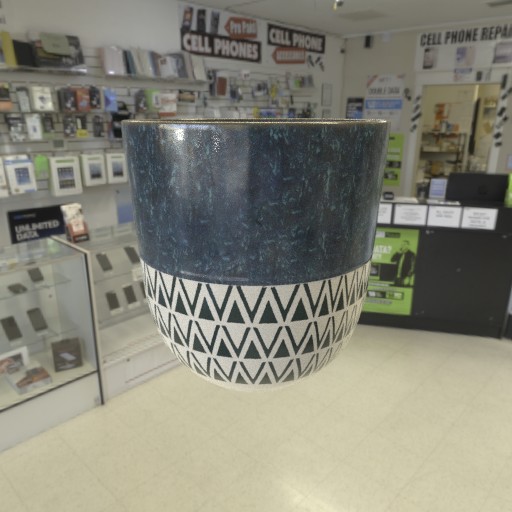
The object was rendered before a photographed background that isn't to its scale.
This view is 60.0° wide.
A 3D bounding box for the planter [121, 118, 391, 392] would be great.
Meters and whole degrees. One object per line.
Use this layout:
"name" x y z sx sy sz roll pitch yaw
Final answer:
"planter" 0.000 0.000 0.365 0.195 0.214 0.195 0 18 0
